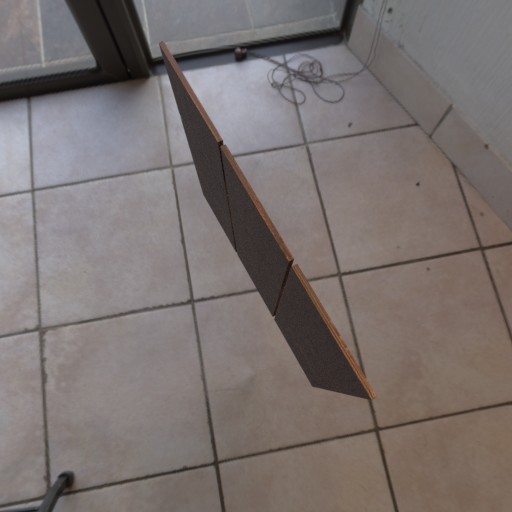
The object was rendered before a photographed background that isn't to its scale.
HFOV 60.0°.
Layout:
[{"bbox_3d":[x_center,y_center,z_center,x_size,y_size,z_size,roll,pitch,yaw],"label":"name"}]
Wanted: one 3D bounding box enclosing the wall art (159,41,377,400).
[{"bbox_3d":[0.000,0.000,1.379,0.013,0.914,0.915,-28,77,-7],"label":"wall art"}]
